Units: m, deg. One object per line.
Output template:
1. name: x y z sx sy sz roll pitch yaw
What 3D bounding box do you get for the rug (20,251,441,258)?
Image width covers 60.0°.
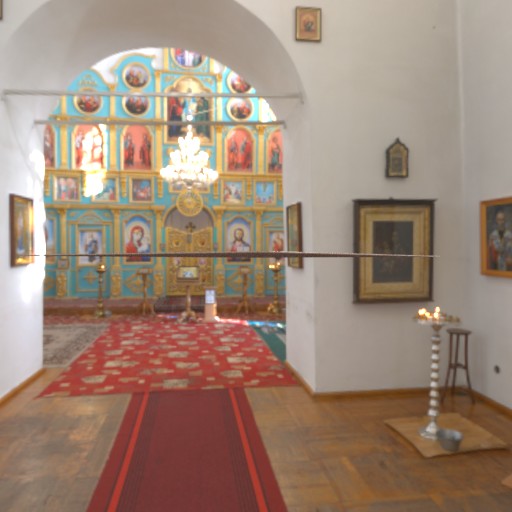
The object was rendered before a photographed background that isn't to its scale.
1. rug: 0.000 0.000 4.034 2.442 0.008 3.046 0 -1 37
